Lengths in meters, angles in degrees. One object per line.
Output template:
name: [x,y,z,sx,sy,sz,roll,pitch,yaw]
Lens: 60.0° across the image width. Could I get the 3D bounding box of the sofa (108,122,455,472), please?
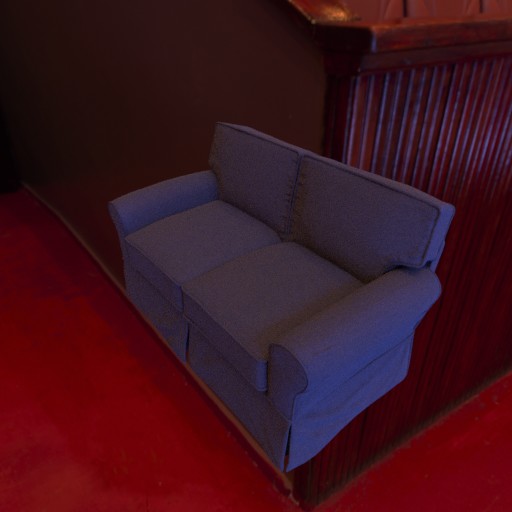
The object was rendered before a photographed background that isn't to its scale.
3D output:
sofa: [0.000,0.000,2.433,0.997,1.059,1.801,-23,38,-32]
